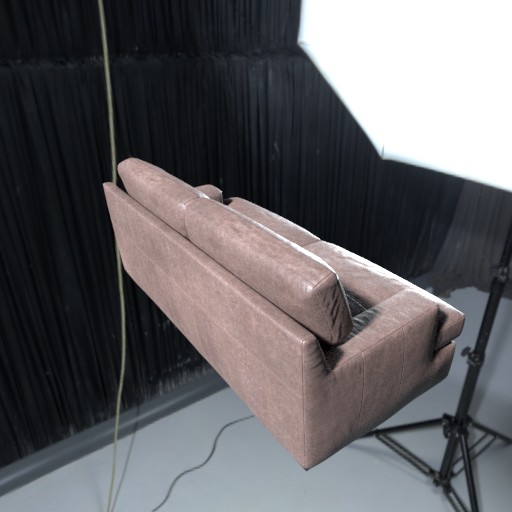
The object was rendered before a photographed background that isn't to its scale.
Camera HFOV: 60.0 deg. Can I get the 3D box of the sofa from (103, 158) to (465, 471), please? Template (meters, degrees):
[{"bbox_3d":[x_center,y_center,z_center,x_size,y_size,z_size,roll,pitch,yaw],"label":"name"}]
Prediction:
[{"bbox_3d":[0.000,0.000,2.743,1.143,0.941,2.261,-18,32,-31],"label":"sofa"}]
